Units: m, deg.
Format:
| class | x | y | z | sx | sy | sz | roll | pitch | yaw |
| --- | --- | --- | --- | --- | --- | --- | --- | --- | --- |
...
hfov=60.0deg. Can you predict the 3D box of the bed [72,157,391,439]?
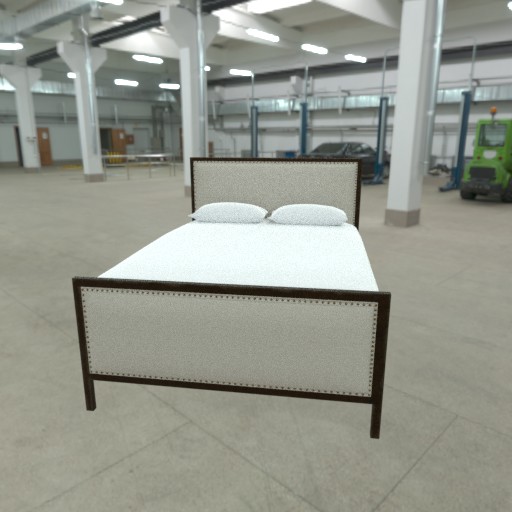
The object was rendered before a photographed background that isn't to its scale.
| class | x | y | z | sx | sy | sz | roll | pitch | yaw |
| --- | --- | --- | --- | --- | --- | --- | --- | --- | --- |
| bed | 0.000 | 0.000 | 3.236 | 1.607 | 1.313 | 2.221 | 2 | 15 | 9 |
